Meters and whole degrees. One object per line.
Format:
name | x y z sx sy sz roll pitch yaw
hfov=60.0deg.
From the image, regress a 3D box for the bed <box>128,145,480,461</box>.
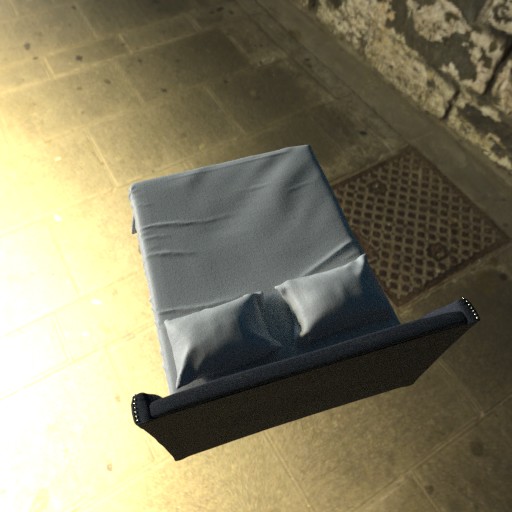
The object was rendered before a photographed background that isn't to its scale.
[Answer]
bed | 0.000 0.000 3.384 1.925 1.332 2.276 -14 60 -9
